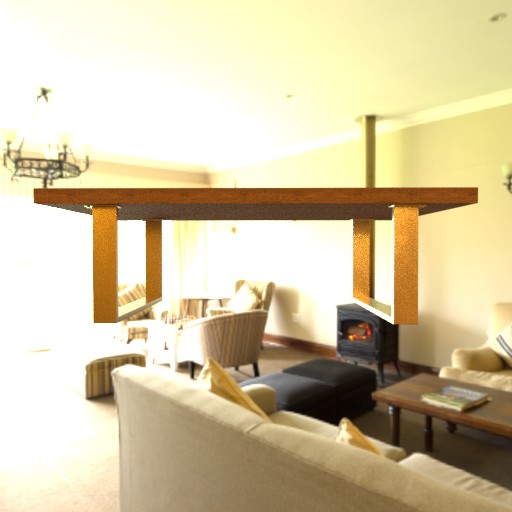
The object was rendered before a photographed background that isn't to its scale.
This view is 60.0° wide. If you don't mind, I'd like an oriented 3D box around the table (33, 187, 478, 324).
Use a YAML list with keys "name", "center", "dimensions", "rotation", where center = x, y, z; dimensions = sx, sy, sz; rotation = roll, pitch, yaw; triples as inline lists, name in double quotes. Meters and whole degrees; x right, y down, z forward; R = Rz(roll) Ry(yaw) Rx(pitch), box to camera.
- name: "table"
  center: [0.000, 0.000, 1.796]
  dimensions: [1.400, 0.440, 0.800]
  rotation: [0, 1, 1]
